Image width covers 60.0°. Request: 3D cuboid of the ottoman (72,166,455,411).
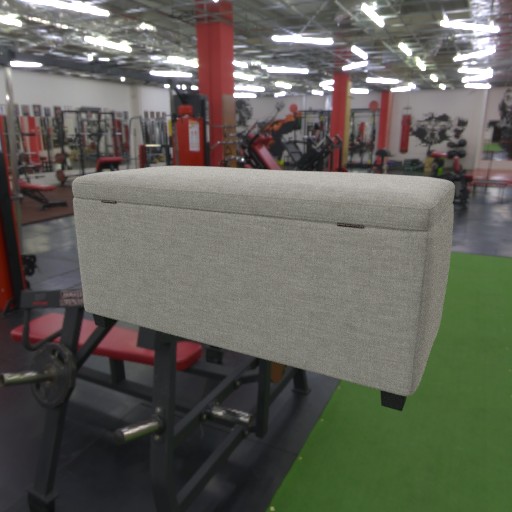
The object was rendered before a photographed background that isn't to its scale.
[{"bbox_3d":[0.000,0.000,1.151,0.902,0.432,0.419,8,18,28],"label":"ottoman"}]
